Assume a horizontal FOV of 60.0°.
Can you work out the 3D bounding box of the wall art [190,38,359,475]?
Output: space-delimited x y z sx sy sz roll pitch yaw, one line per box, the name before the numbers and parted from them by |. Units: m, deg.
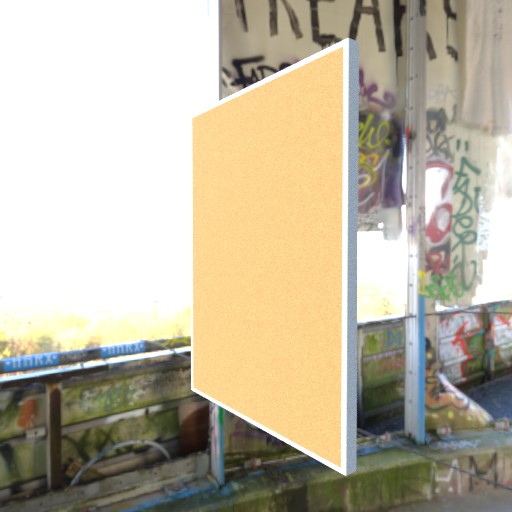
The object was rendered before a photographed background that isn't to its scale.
wall art | 0.000 0.000 1.613 0.046 1.221 0.914 -1 2 -36
